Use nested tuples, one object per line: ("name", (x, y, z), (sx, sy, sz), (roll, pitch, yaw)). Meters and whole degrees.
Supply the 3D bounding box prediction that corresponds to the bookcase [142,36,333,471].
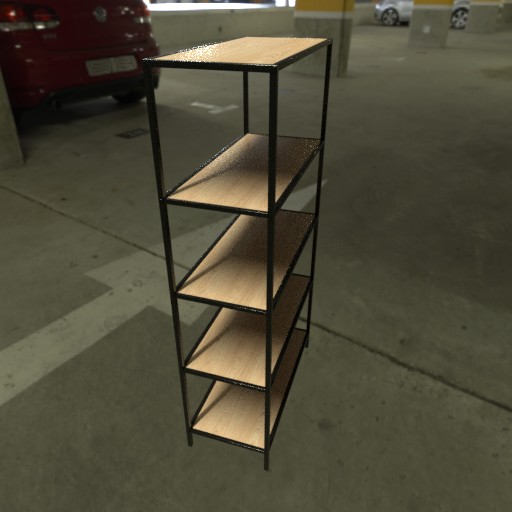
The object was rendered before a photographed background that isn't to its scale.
("bookcase", (0.000, 0.000, 1.751), (0.350, 1.500, 0.770), (9, 32, 15))
